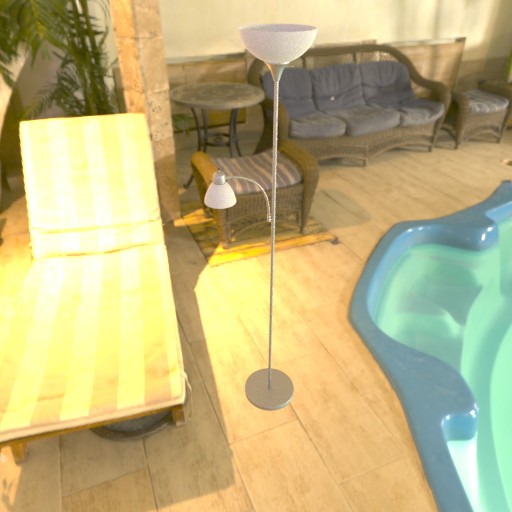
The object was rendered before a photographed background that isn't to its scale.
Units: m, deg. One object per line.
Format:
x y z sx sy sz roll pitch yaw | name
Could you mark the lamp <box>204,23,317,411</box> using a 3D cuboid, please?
0.000 0.000 1.965 0.425 1.804 0.279 -9 34 -14 | lamp
